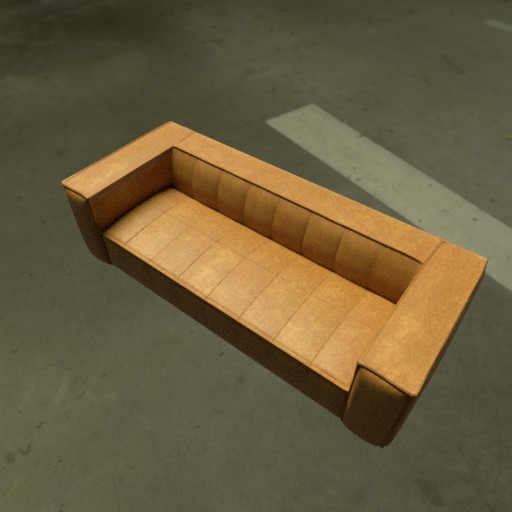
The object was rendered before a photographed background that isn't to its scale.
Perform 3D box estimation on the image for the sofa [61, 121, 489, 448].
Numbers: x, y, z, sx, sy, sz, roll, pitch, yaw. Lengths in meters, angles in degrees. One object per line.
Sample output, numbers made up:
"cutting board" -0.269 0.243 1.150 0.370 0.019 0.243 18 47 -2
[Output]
"sofa" 0.000 0.000 2.985 2.581 0.701 1.102 29 53 25
